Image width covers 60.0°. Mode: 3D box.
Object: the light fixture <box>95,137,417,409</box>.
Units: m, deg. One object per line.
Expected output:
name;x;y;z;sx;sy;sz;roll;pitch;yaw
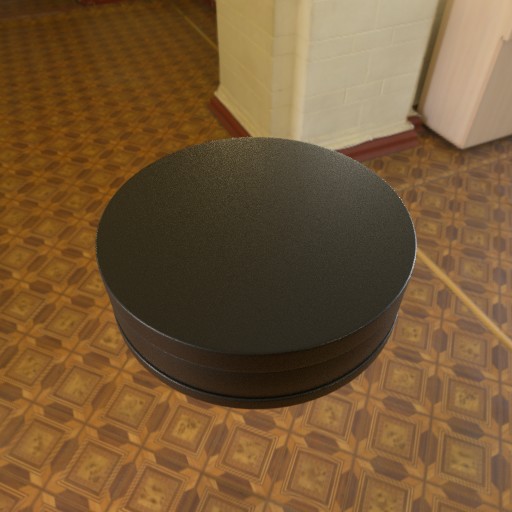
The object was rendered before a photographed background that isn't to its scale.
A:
light fixture;0.000;0.000;0.432;0.283;0.097;0.283;0;46;0
